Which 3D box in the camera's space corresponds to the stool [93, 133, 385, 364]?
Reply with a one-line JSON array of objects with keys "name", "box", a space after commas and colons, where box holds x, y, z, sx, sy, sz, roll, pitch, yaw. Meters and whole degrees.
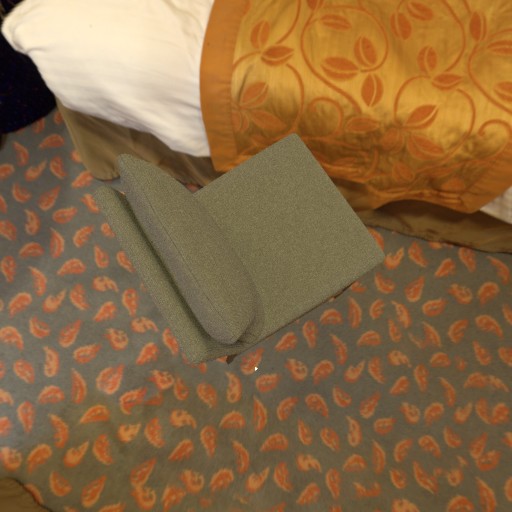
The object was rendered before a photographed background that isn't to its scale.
[{"name": "stool", "box": [0.000, 0.000, 1.361, 0.569, 1.031, 0.463, -32, 78, -8]}]
